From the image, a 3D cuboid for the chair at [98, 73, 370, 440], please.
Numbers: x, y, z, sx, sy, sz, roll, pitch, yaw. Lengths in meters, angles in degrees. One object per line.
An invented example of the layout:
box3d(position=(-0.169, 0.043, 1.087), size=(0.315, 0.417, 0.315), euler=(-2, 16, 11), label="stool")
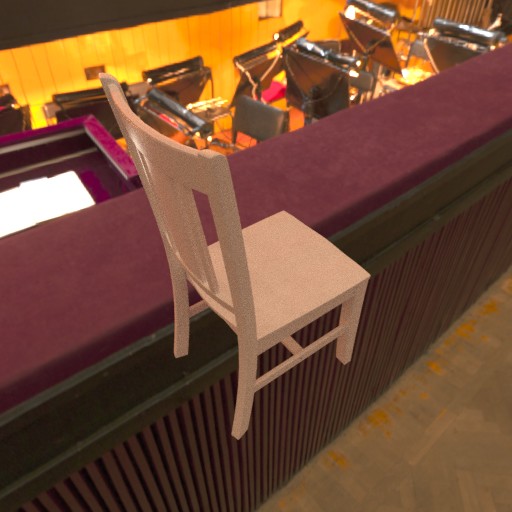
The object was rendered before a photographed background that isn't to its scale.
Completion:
box3d(position=(0.000, 0.000, 1.258), size=(0.555, 0.998, 0.450), euler=(-26, 48, -26), label="chair")
